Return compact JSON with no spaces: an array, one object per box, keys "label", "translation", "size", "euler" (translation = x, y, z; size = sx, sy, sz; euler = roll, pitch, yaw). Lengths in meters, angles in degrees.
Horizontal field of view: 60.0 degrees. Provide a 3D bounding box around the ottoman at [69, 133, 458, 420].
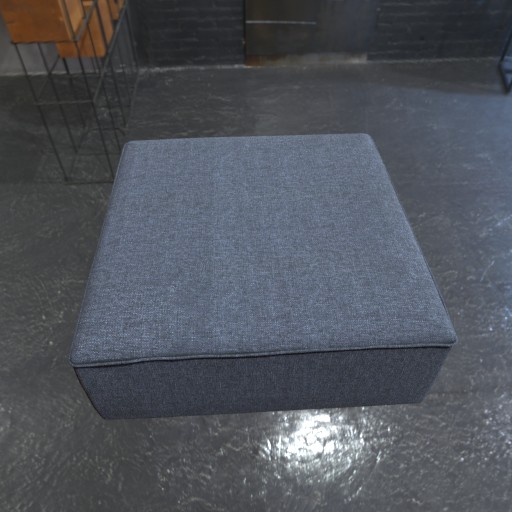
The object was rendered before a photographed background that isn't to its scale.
[{"label":"ottoman","translation":[0.000,0.000,1.579],"size":[1.017,0.423,1.023],"euler":[-2,47,-2]}]
